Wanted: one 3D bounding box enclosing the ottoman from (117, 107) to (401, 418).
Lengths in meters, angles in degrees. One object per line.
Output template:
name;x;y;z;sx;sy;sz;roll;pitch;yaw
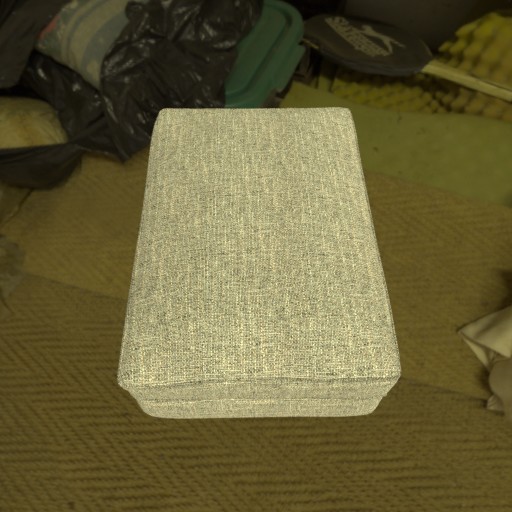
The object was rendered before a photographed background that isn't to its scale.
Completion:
ottoman;0.000;0.000;1.012;0.508;0.406;0.686;-1;58;0
